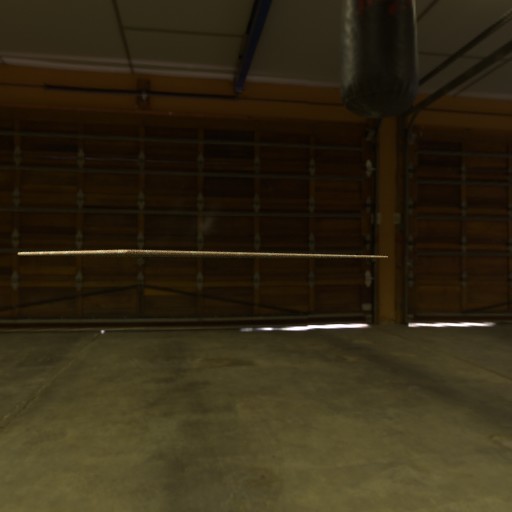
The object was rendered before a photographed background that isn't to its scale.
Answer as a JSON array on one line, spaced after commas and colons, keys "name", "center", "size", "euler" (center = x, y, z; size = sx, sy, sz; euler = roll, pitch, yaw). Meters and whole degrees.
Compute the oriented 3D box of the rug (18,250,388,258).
[{"name": "rug", "center": [0.000, 0.000, 2.493], "size": [0.691, 0.013, 2.289], "euler": [0, -1, 36]}]
